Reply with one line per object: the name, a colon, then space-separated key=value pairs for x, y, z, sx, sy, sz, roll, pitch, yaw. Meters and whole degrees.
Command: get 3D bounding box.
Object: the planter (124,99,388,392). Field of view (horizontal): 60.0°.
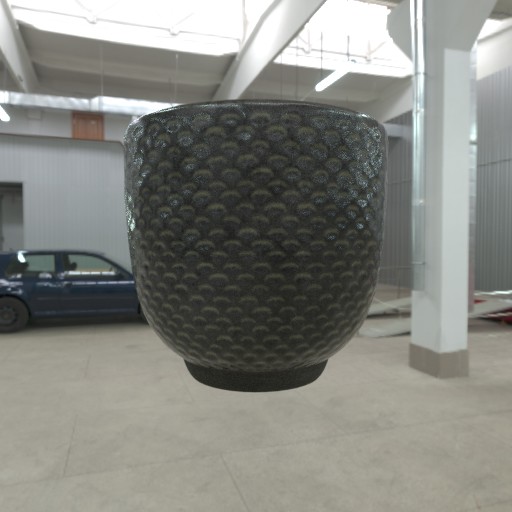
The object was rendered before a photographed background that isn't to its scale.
planter: x=0.000 y=0.000 z=0.303 sx=0.172 sy=0.160 sz=0.172 roll=0 pitch=2 yaw=0
